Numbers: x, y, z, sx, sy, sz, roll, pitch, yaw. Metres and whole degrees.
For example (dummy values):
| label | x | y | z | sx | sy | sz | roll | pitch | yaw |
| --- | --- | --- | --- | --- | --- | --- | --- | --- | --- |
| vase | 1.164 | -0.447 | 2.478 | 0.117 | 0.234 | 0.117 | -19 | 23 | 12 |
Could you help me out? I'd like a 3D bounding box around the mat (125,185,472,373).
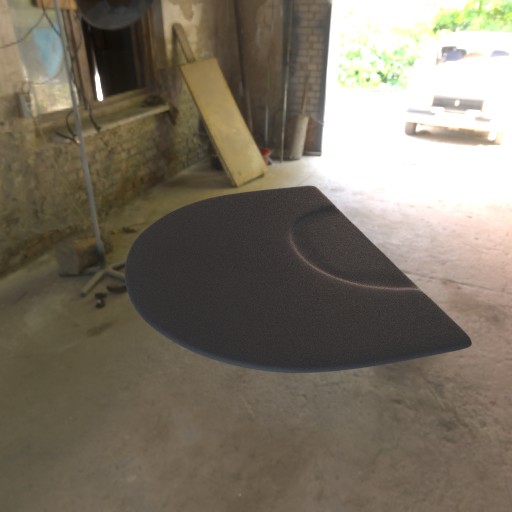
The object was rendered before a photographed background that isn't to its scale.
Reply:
| label | x | y | z | sx | sy | sz | roll | pitch | yaw |
| --- | --- | --- | --- | --- | --- | --- | --- | --- | --- |
| mat | 0.000 | 0.000 | 1.597 | 0.917 | 0.016 | 1.220 | -7 | 31 | -12 |
